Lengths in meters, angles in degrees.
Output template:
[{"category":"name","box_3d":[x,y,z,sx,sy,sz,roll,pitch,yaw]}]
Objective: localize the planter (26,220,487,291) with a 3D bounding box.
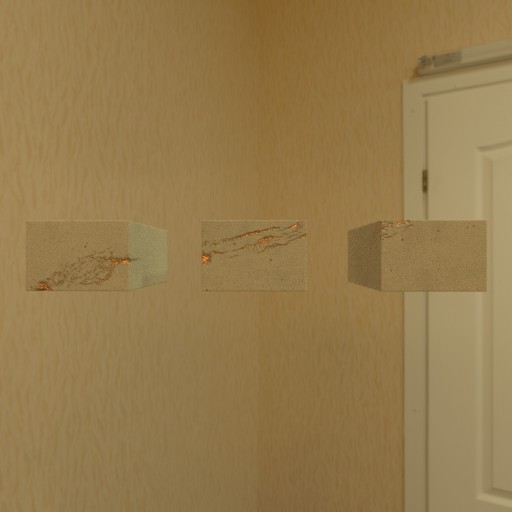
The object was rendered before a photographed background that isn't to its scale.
[{"category":"planter","box_3d":[0.000,0.000,0.383,0.333,0.051,0.127,0,0,1]}]
